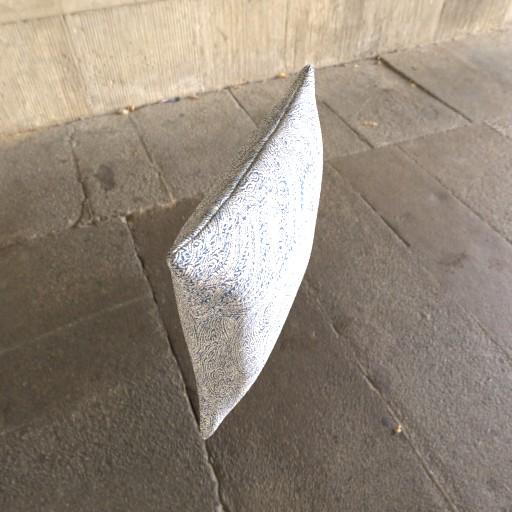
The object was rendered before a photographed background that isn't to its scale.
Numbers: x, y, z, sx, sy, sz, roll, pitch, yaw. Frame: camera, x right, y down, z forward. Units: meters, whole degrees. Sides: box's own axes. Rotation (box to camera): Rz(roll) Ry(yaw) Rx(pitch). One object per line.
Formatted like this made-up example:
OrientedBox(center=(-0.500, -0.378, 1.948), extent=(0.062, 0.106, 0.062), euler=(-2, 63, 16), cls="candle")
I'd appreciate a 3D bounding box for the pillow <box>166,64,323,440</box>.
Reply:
OrientedBox(center=(0.000, 0.000, 0.817), extent=(0.166, 0.510, 0.523), euler=(16, 49, 14), cls="pillow")
